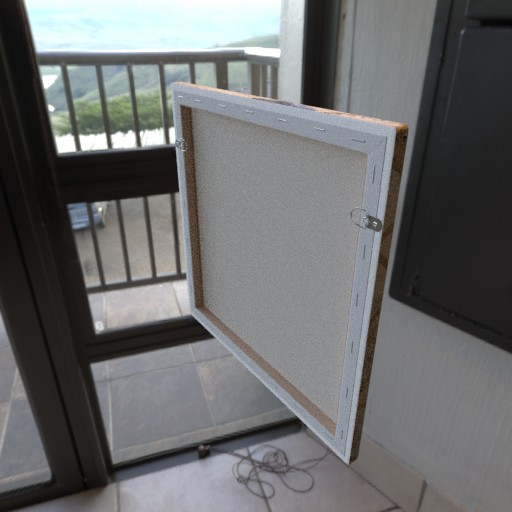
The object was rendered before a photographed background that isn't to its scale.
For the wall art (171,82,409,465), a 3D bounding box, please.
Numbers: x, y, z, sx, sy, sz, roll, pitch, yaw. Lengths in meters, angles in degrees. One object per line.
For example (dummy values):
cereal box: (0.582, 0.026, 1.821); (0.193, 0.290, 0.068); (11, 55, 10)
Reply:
wall art: (0.000, 0.000, 1.345); (0.039, 0.914, 0.912); (-18, 33, -32)
